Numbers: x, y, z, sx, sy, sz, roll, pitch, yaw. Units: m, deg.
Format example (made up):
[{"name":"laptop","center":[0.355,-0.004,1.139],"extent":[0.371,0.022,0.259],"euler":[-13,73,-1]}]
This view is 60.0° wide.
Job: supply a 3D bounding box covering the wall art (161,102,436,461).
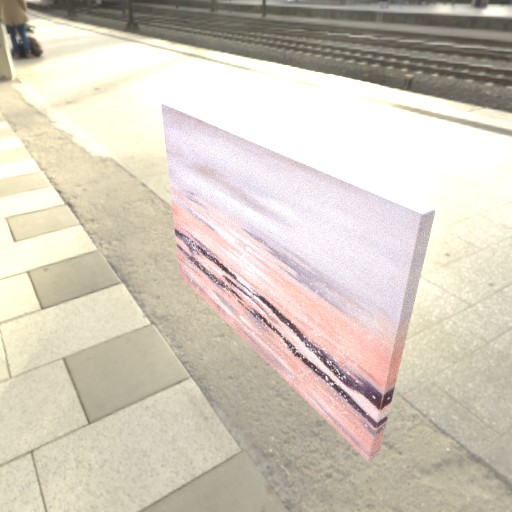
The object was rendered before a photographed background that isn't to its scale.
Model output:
[{"name":"wall art","center":[0.000,0.000,1.153],"extent":[0.038,0.609,0.913],"euler":[-20,37,-30]}]
